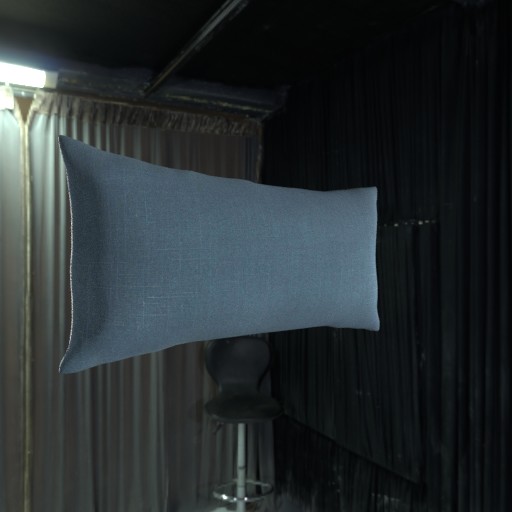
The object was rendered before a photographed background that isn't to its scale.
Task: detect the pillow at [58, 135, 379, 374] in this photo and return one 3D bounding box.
[{"bbox_3d":[0.000,0.000,0.731,0.609,0.305,0.151,0,0,-36],"label":"pillow"}]
